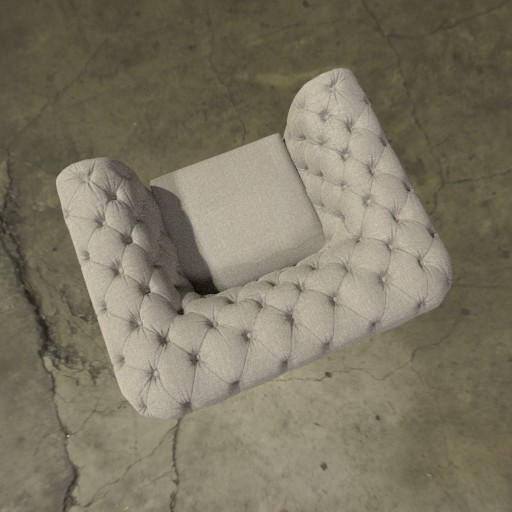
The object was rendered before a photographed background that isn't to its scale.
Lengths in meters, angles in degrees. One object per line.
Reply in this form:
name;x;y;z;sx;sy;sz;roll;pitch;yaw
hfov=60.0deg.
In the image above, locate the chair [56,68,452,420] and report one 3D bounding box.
chair;0.000;0.000;1.891;1.270;0.770;0.976;-22;77;-5
